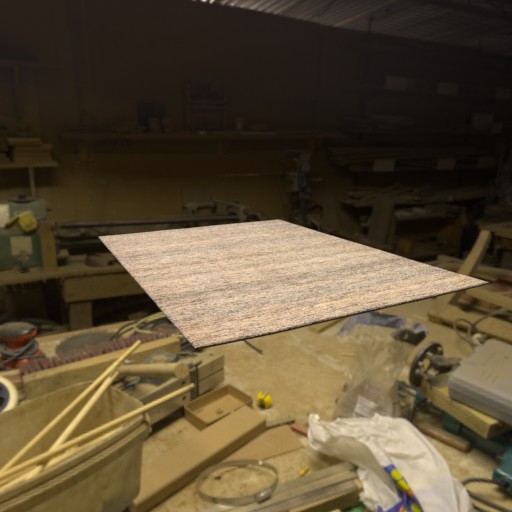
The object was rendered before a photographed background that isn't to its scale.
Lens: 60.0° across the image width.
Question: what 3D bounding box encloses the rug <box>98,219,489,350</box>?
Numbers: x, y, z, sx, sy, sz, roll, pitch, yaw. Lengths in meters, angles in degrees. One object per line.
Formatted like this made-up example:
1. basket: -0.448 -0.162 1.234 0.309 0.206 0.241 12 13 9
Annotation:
1. rug: 0.000 0.000 4.266 2.414 0.036 3.199 -8 17 -27
